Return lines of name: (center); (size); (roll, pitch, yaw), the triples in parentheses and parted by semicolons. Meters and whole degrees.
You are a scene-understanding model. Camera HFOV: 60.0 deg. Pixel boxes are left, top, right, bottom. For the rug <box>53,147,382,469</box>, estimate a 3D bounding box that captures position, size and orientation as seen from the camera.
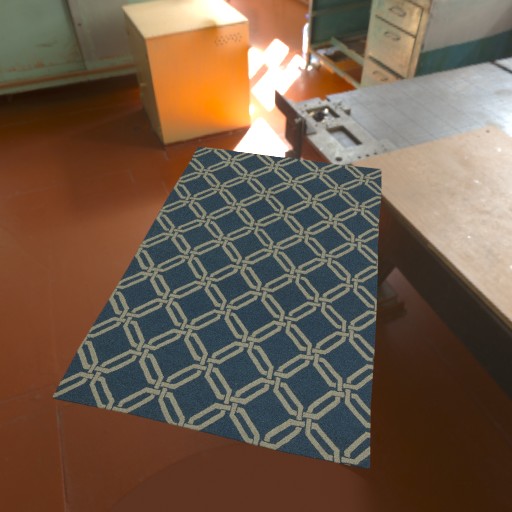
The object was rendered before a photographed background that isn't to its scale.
rug: (0.000, 0.000, 2.125); (1.153, 0.010, 1.755); (9, 46, 9)
